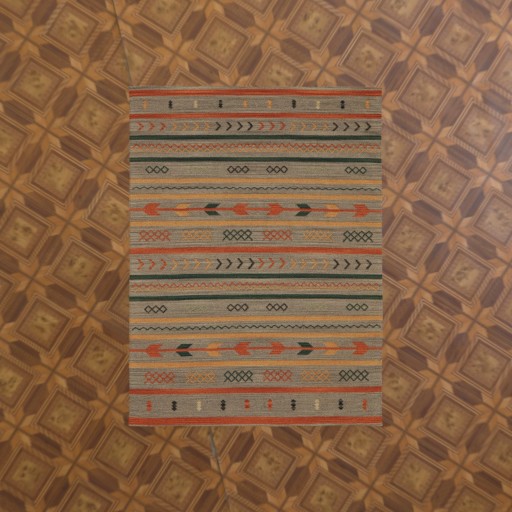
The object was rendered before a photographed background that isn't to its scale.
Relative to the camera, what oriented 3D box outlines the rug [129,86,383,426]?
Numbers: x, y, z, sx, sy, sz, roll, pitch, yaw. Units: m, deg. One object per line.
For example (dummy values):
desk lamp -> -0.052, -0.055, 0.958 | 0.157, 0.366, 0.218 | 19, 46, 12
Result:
rug -> 0.000, 0.000, 3.946 | 2.263, 0.022, 3.029 | 0, 90, -1
